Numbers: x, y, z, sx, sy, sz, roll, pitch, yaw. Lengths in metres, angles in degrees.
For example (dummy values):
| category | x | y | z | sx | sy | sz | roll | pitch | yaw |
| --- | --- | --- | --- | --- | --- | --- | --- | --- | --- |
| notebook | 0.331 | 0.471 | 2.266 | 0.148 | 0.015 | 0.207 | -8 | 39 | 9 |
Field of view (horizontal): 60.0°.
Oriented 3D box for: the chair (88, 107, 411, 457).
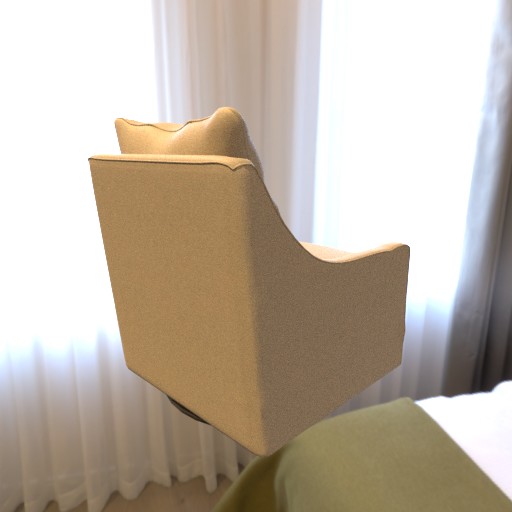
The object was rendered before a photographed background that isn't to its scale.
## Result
| category | x | y | z | sx | sy | sz | roll | pitch | yaw |
| --- | --- | --- | --- | --- | --- | --- | --- | --- | --- |
| chair | 0.000 | 0.000 | 1.586 | 0.876 | 0.942 | 0.760 | -13 | 19 | -43 |
